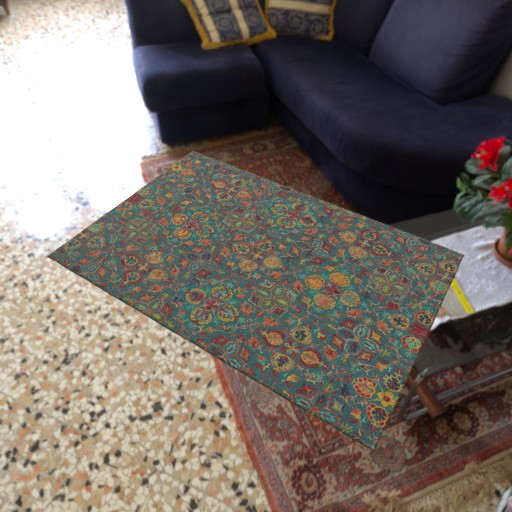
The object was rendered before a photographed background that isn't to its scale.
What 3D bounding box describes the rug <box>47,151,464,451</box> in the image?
[{"bbox_3d":[0.000,0.000,2.335,1.836,0.014,1.216,25,50,23],"label":"rug"}]
